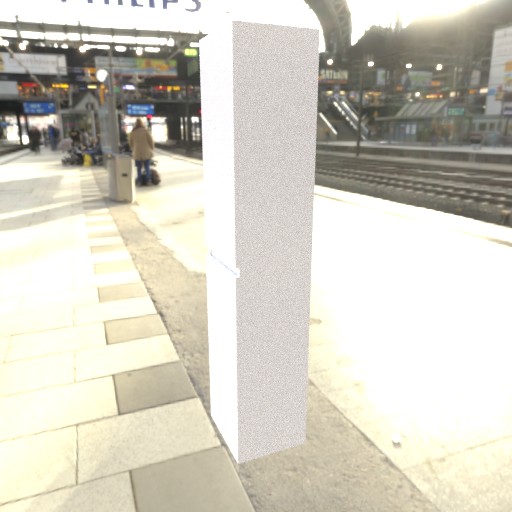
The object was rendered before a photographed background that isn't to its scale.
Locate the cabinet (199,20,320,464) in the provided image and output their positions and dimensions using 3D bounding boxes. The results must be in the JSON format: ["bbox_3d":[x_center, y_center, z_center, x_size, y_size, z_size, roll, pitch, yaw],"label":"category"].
[{"bbox_3d":[0.000,0.000,1.540,0.269,1.400,0.300,-7,17,-23],"label":"cabinet"}]
